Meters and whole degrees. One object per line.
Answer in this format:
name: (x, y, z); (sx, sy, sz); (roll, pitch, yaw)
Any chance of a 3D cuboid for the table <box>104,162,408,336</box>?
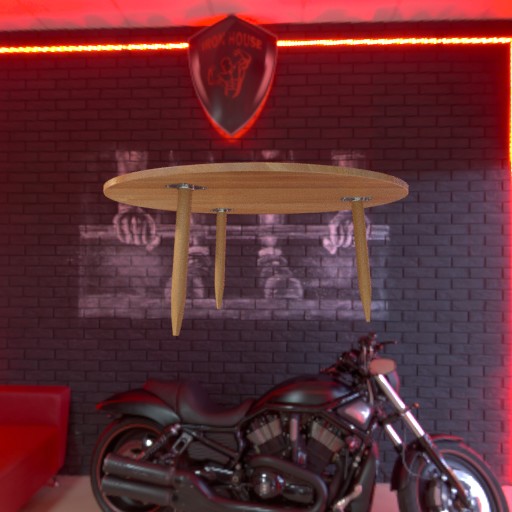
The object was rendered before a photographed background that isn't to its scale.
table: (0.000, 0.000, 1.383); (0.900, 0.400, 0.900); (0, 0, 0)
